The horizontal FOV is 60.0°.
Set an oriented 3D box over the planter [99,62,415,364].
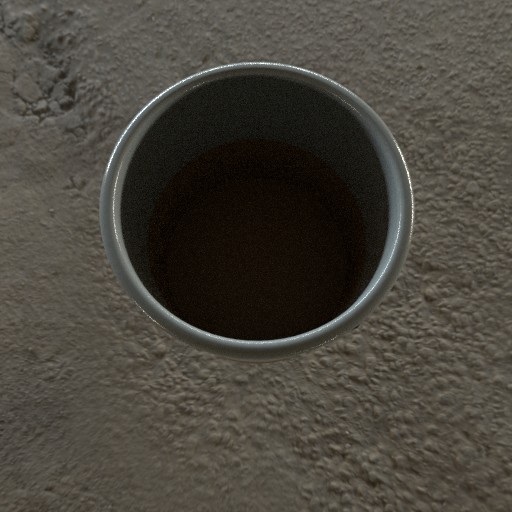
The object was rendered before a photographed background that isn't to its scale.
[{"bbox_3d":[0.000,0.000,0.626,0.310,0.432,0.310,-32,78,-7],"label":"planter"}]
